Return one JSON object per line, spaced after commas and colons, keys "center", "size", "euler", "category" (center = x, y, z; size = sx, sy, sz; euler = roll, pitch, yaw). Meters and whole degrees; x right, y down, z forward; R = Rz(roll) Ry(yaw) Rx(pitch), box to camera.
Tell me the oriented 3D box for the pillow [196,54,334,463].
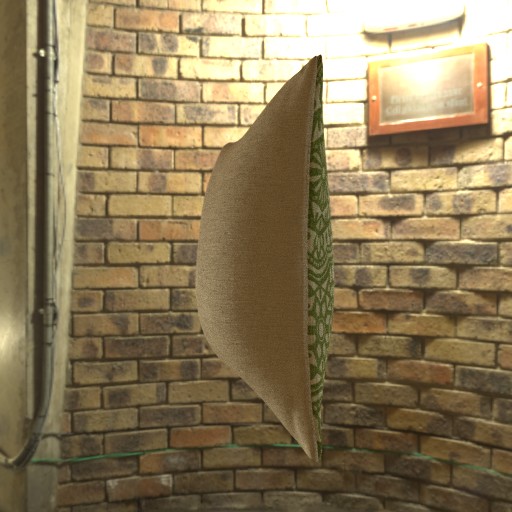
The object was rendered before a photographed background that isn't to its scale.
{"center": [0.000, 0.000, 0.658], "size": [0.162, 0.419, 0.440], "euler": [0, 1, -17], "category": "pillow"}
